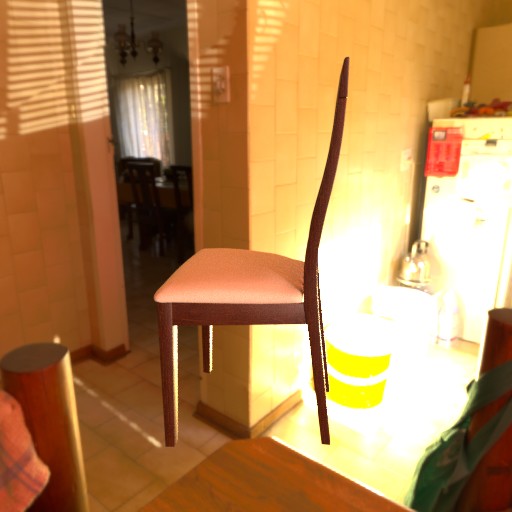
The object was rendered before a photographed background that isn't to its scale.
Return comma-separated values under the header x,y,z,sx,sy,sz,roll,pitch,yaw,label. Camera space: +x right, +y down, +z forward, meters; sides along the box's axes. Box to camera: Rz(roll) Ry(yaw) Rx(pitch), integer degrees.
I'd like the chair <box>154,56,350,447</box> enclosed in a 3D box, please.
x,y,z,sx,sy,sz,roll,pitch,yaw,label
0.000,0.000,1.302,0.474,1.027,0.460,2,16,8,chair
